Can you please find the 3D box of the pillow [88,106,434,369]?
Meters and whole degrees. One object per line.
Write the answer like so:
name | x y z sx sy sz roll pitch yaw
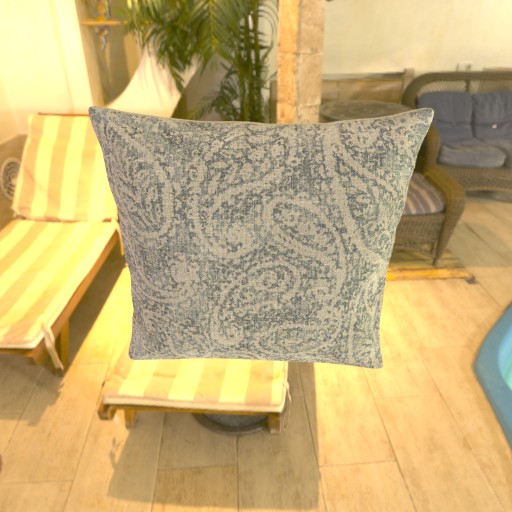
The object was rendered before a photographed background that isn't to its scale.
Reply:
pillow | 0.000 0.000 0.785 0.523 0.510 0.166 1 31 2
